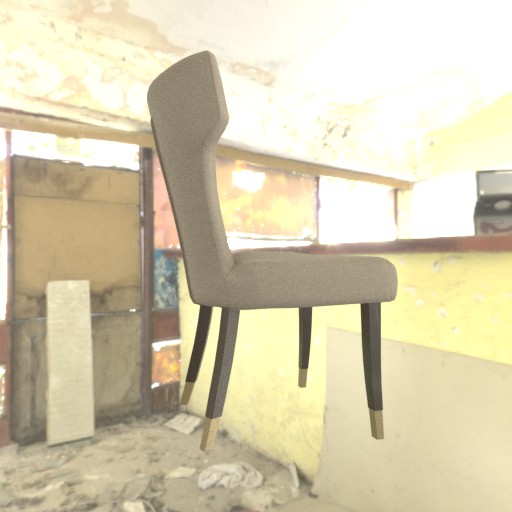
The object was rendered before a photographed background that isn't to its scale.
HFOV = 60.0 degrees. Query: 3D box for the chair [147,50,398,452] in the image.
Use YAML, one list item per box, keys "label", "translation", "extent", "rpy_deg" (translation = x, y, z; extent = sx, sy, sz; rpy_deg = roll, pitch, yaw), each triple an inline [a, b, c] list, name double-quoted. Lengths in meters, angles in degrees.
- label: "chair"
  translation: [0.000, 0.000, 1.312]
  extent: [0.630, 0.950, 0.526]
  rpy_deg: [0, -1, -18]
